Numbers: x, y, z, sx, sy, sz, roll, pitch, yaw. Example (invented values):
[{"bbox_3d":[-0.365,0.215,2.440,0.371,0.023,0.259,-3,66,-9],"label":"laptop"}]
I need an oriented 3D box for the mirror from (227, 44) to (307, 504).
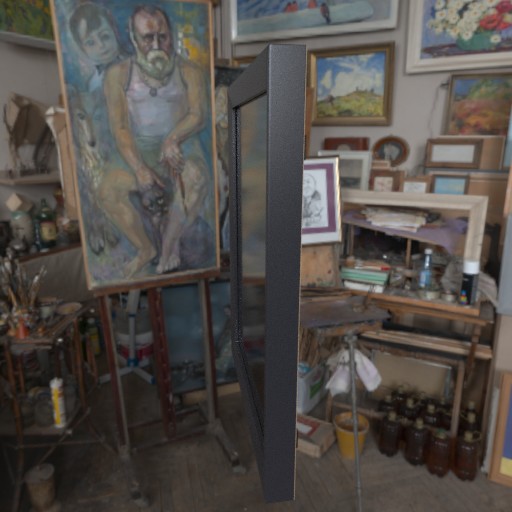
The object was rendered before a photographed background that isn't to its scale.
[{"bbox_3d":[0.000,0.000,0.663,0.041,0.508,0.405,-2,15,-9],"label":"mirror"}]
